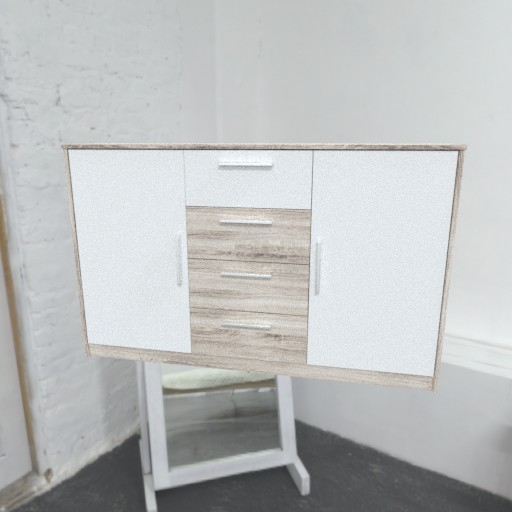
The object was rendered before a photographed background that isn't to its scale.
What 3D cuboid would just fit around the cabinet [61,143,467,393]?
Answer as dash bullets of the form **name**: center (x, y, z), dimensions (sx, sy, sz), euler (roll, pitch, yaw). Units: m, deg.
- **cabinet**: center (0.000, 0.000, 1.836), dimensions (1.450, 0.900, 0.380), euler (3, 15, 11)
